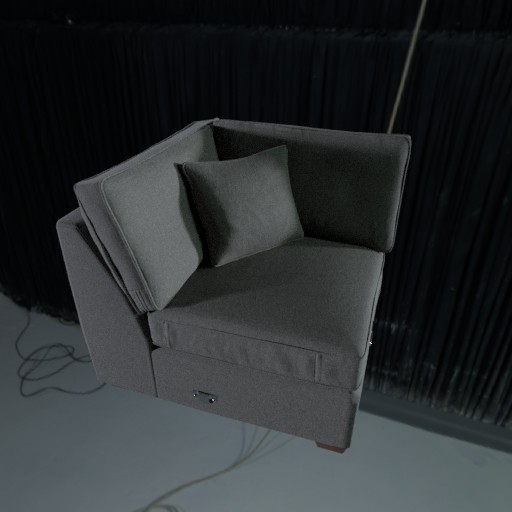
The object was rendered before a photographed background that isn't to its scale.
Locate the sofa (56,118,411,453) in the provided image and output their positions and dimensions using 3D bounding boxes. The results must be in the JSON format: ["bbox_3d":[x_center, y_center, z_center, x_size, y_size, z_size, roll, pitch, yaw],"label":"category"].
[{"bbox_3d":[0.000,0.000,1.956,1.146,1.002,1.084,9,32,15],"label":"sofa"}]
